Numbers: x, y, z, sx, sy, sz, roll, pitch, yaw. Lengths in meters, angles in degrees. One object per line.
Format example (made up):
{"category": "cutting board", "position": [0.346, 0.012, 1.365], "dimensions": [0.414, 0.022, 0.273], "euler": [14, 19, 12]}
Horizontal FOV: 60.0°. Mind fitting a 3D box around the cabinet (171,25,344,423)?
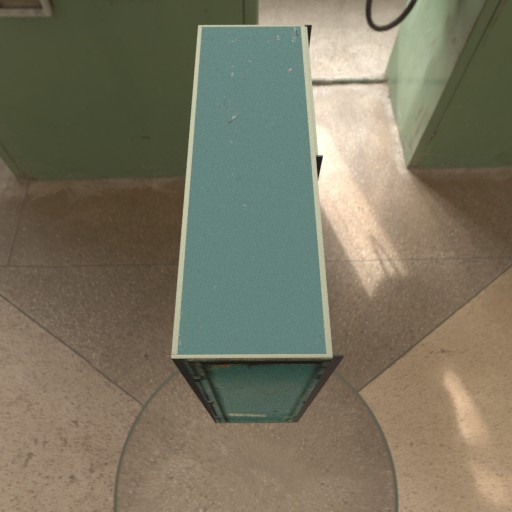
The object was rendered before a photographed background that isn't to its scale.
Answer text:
{"category": "cabinet", "position": [0.000, 0.000, 3.157], "dimensions": [0.680, 2.160, 2.000], "euler": [0, 63, 0]}
